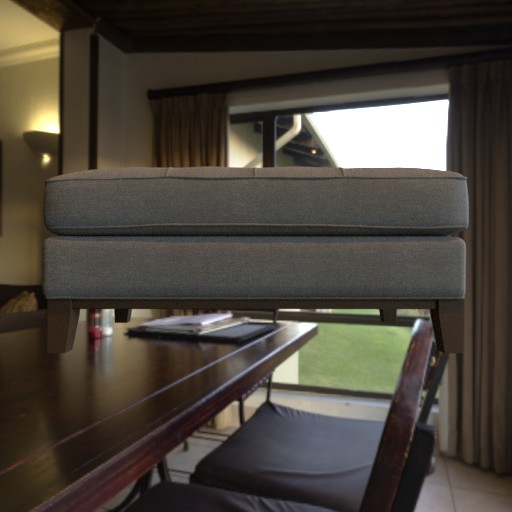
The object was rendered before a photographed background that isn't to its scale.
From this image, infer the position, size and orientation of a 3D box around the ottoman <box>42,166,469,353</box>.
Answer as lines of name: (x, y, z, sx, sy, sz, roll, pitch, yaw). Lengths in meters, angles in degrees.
ottoman: (0.000, 0.000, 1.462, 1.143, 0.514, 0.648, 0, 0, 0)
